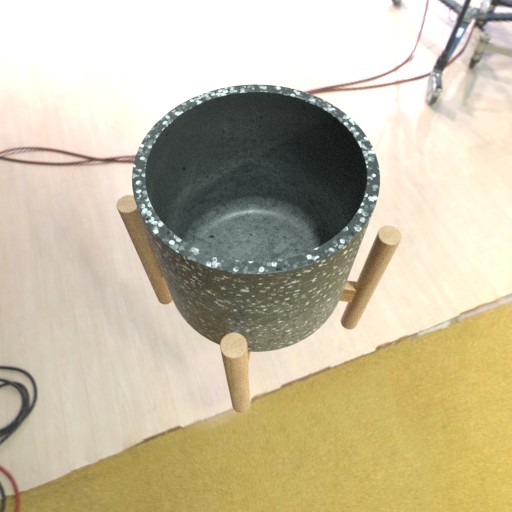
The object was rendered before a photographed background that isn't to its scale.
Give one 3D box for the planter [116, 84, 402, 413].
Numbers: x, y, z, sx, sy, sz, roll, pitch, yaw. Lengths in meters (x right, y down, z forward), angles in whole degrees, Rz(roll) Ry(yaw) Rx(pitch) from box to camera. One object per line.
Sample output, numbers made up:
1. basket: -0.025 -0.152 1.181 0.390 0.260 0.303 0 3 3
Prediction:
1. planter: 0.000 0.000 0.538 0.284 0.320 0.284 27 63 15
